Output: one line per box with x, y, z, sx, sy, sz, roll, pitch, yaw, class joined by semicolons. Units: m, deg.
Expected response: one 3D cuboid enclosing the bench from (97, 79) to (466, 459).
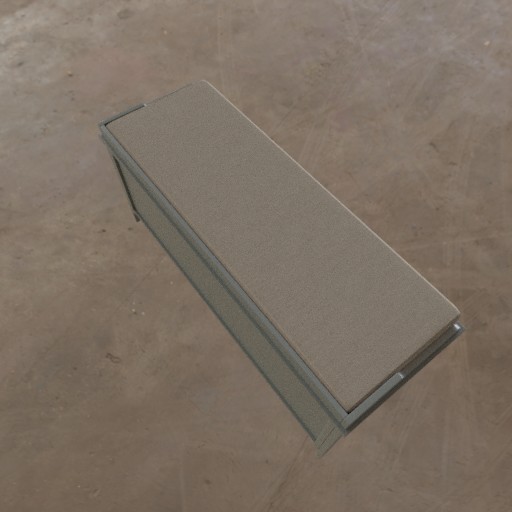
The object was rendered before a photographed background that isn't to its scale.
0.000;0.000;1.409;0.398;0.501;1.140;-33;64;-19;bench
